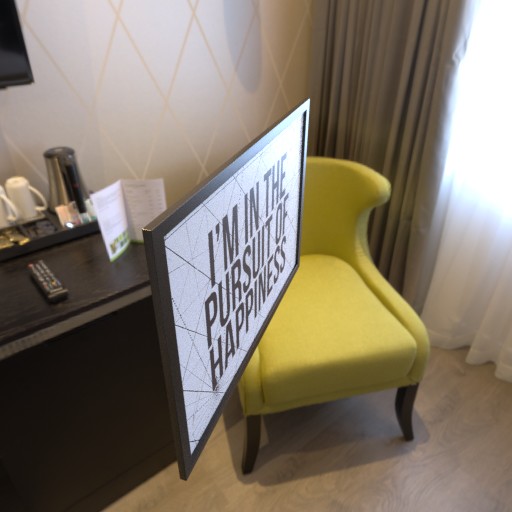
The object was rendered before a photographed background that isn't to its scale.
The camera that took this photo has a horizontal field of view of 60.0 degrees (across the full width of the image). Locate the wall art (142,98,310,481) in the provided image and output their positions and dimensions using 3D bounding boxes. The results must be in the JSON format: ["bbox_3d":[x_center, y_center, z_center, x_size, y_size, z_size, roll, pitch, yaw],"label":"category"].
[{"bbox_3d":[0.000,0.000,1.044,0.015,0.552,0.819,11,33,17],"label":"wall art"}]
